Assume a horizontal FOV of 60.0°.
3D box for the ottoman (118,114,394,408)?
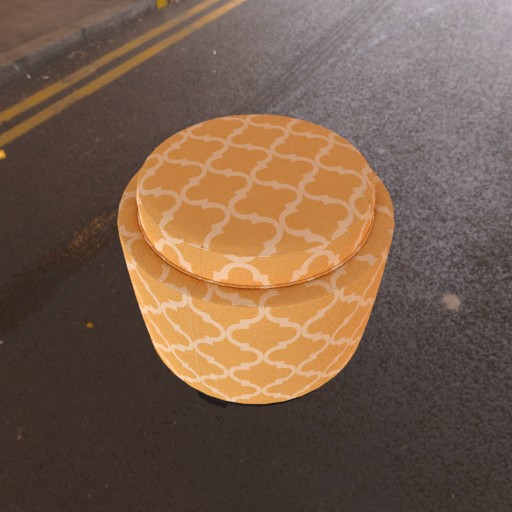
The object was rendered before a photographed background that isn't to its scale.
[{"bbox_3d":[0.000,0.000,0.874,0.480,0.429,0.480,0,46,0],"label":"ottoman"}]
